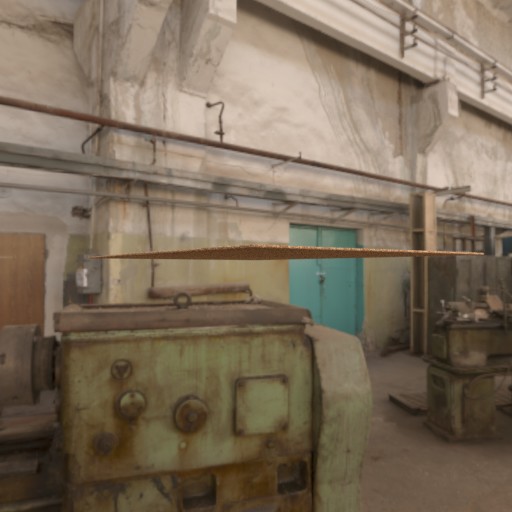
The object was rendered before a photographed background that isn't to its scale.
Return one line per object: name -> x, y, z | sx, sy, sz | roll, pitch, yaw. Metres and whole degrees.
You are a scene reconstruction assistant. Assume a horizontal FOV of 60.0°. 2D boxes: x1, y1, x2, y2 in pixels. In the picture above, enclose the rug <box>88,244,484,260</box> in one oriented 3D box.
rug -> 0.000, 0.000, 2.806 | 1.566, 0.013, 2.141 | 1, -2, -36
